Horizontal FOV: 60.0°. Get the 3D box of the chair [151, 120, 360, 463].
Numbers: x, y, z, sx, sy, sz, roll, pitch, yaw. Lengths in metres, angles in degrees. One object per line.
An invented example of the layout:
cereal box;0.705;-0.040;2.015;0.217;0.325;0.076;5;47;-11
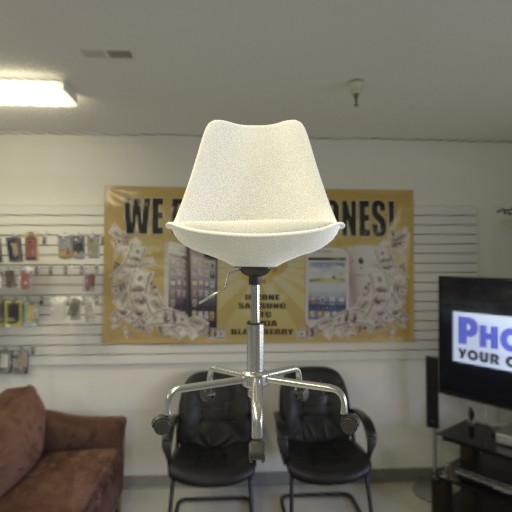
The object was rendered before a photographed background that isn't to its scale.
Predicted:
chair;0.000;0.000;1.248;0.550;0.930;0.550;0;-1;0
